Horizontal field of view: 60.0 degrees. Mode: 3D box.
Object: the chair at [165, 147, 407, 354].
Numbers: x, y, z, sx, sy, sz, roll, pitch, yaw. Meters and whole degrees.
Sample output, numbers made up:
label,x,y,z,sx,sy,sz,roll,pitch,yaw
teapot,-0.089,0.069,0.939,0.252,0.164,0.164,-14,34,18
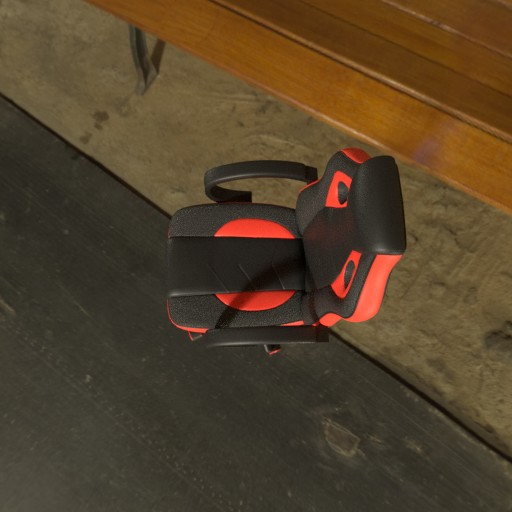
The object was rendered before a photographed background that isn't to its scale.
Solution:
label,x,y,z,sx,sy,sz,roll,pitch,yaw
chair,0.000,0.000,1.414,0.642,1.016,0.600,-2,76,0
